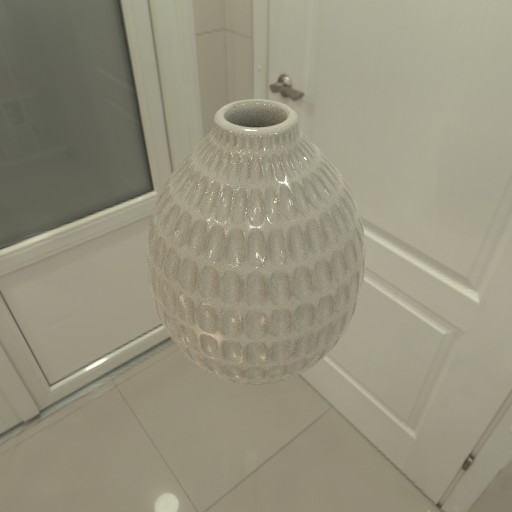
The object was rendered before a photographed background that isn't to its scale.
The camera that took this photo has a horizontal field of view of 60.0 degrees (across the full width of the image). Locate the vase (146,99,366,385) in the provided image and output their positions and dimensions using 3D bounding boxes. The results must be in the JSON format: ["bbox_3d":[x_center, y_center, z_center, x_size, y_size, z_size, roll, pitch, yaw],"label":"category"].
[{"bbox_3d":[0.000,0.000,0.335,0.162,0.223,0.162,0,40,0],"label":"vase"}]
